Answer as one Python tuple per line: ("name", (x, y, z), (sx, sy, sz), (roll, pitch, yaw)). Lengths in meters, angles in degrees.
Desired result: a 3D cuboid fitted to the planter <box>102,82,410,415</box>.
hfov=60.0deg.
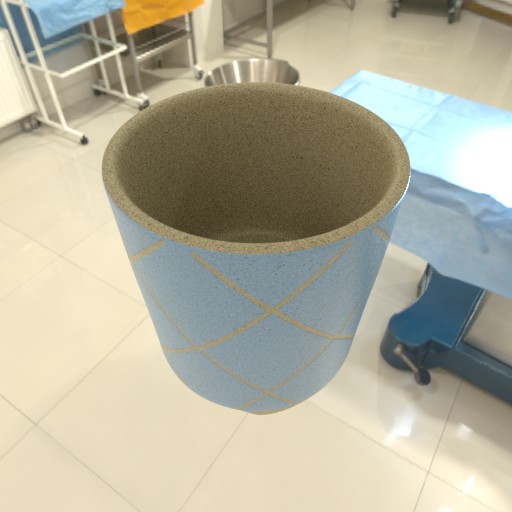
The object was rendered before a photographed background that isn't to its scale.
("planter", (0.000, 0.000, 0.417), (0.227, 0.235, 0.227), (0, 45, 0))
